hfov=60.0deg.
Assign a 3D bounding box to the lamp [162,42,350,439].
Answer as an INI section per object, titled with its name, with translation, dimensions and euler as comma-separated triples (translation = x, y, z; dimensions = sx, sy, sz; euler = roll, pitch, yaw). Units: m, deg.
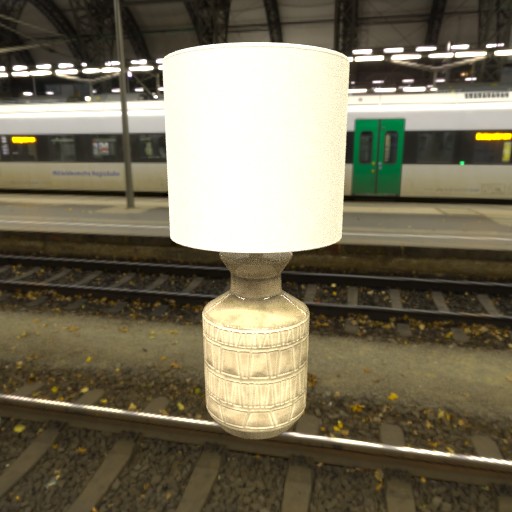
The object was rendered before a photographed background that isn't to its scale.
[lamp]
translation = 0.000, 0.000, 0.563
dimensions = 0.211, 0.455, 0.211
euler = -2, 14, -9
